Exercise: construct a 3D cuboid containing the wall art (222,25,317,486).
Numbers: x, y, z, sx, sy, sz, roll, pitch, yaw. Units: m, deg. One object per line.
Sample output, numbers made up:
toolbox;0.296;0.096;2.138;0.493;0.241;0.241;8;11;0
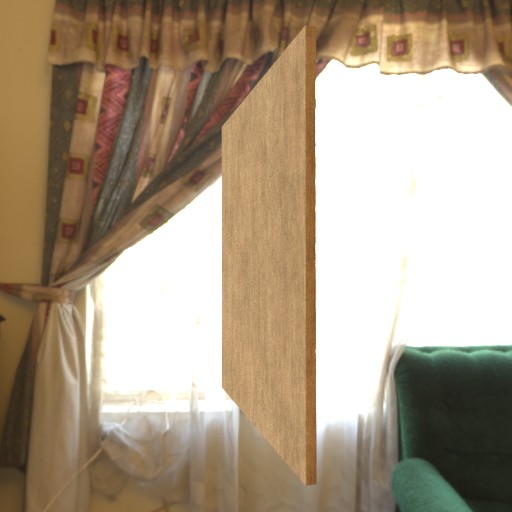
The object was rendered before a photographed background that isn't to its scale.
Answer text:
wall art;0.000;0.000;0.916;0.018;0.686;0.534;0;-1;-18
